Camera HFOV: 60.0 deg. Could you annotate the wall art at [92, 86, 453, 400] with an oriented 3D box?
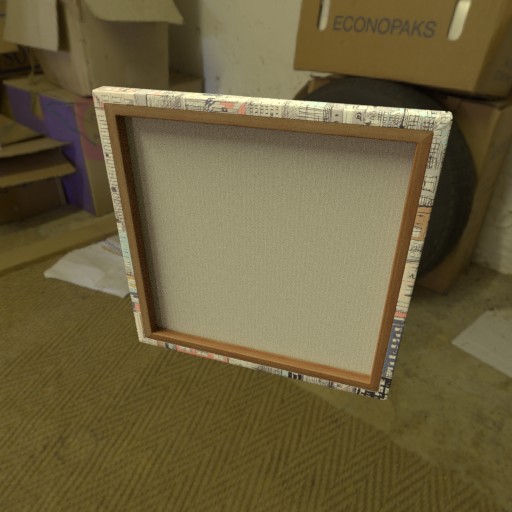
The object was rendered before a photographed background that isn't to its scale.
[{"bbox_3d":[0.000,0.000,0.891,0.607,0.608,0.038,10,34,15],"label":"wall art"}]
